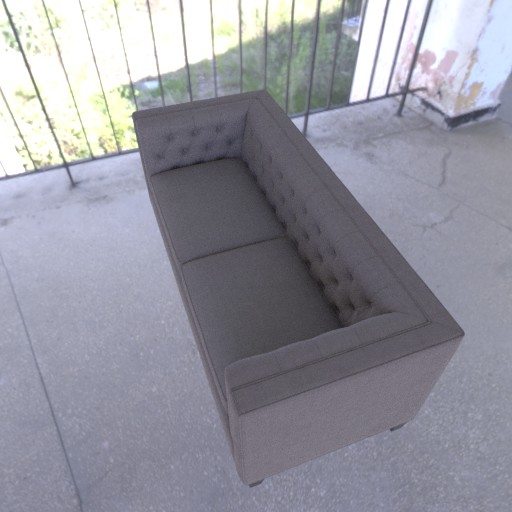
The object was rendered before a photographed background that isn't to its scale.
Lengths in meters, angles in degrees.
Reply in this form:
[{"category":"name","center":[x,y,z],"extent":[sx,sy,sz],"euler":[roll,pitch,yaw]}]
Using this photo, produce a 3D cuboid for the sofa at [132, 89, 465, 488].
[{"category":"sofa","center":[0.000,0.000,2.151],"extent":[0.775,0.762,1.778],"euler":[-15,48,-14]}]
